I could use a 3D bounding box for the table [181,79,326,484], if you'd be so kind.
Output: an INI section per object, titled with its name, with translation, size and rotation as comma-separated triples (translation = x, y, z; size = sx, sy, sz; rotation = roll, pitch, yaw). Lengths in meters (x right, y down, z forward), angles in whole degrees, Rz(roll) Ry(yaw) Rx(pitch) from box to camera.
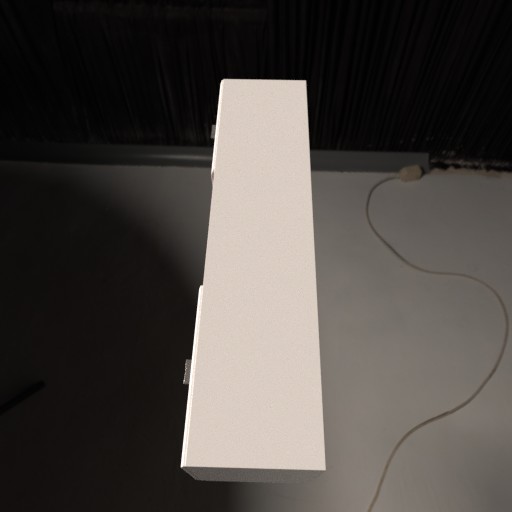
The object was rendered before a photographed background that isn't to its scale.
[table]
translation = 0.000, 0.000, 1.732
size = 0.400, 0.440, 1.550
rotation = 1, 59, 1
